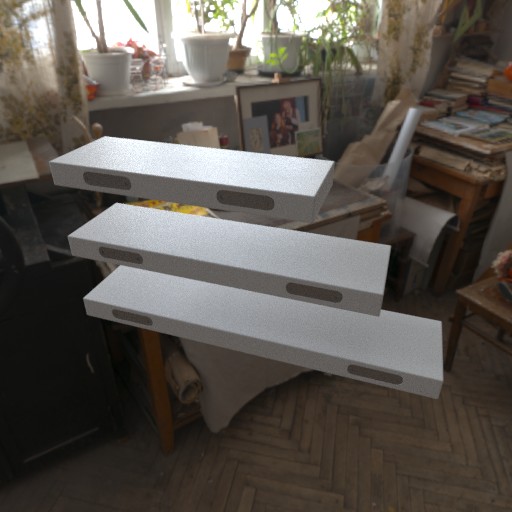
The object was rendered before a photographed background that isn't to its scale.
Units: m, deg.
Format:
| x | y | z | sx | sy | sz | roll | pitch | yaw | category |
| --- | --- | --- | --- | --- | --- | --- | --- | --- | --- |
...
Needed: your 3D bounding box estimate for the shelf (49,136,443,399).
| x | y | z | sx | sy | sz | roll | pitch | yaw | category |
| --- | --- | --- | --- | --- | --- | --- | --- | --- | --- |
| 0.000 | 0.000 | 0.713 | 0.610 | 0.293 | 0.140 | 10 | 33 | 16 | shelf |
